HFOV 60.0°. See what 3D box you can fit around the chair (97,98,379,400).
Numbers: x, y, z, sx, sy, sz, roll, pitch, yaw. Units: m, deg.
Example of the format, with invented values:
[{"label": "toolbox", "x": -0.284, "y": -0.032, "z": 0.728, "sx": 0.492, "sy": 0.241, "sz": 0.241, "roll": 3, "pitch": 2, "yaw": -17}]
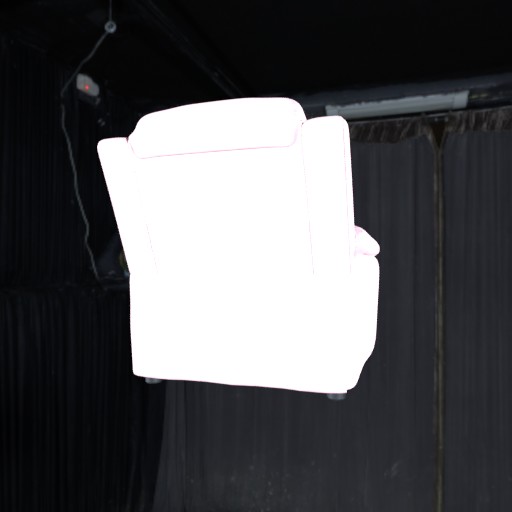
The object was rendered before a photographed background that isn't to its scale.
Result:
[{"label": "chair", "x": 0.000, "y": 0.000, "z": 1.298, "sx": 0.680, "sy": 0.702, "sz": 0.709, "roll": 0, "pitch": -1, "yaw": 18}]
